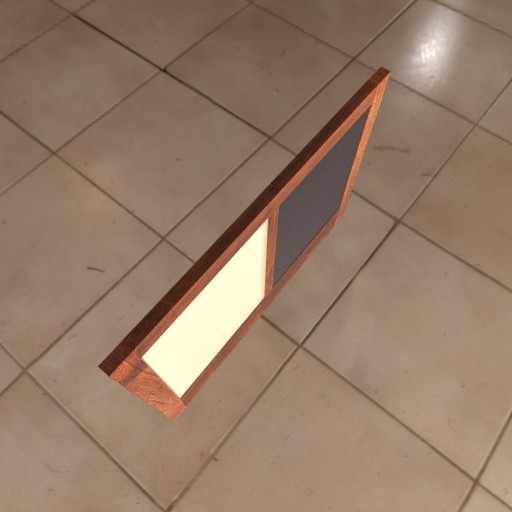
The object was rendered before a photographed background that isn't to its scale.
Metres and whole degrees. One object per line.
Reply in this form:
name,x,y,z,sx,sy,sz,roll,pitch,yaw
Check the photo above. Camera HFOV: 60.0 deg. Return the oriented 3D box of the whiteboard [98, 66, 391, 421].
whiteboard,0.000,0.000,1.013,0.083,0.553,0.768,35,69,16
